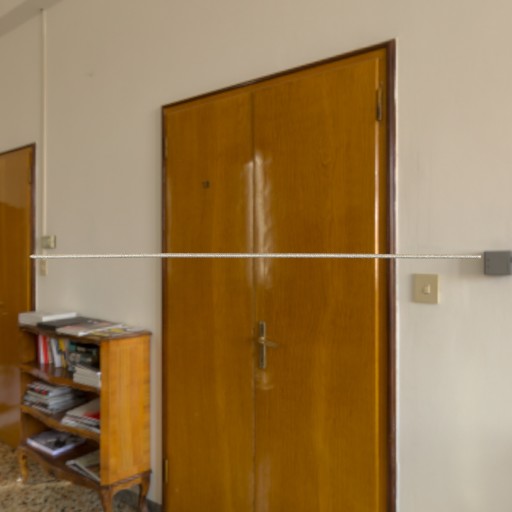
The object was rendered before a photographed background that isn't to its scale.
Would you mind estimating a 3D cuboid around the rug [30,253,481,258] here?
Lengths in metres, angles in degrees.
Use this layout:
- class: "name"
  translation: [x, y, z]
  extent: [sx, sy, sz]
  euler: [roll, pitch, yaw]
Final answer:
- class: "rug"
  translation: [0.000, 0.000, 4.174]
  extent: [3.017, 0.035, 2.472]
  euler: [0, 0, 0]
